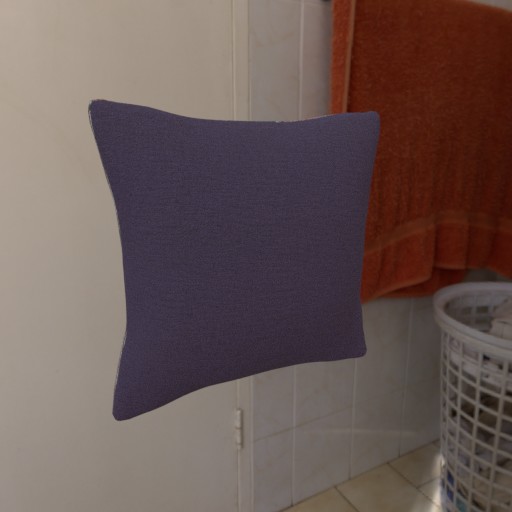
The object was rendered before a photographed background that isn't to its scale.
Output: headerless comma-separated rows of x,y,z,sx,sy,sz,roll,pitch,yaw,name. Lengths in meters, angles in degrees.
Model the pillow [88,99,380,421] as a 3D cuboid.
0.000,0.000,0.648,0.437,0.419,0.136,-7,16,-26,pillow
